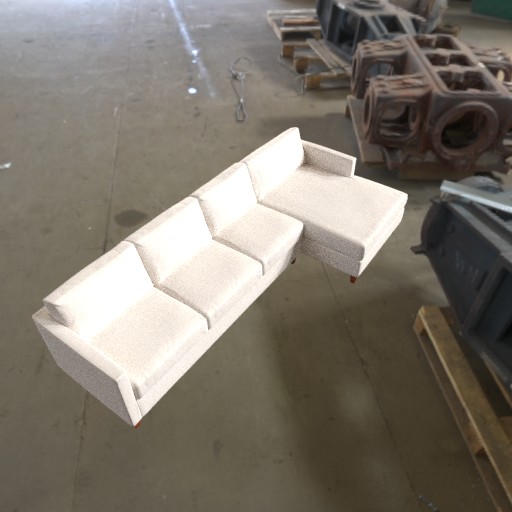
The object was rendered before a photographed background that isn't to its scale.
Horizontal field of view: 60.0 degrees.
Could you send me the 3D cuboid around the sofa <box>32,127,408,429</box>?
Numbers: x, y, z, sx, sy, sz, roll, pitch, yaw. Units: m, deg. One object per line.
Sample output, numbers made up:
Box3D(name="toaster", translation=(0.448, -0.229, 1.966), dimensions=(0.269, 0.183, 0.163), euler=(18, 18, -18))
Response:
Box3D(name="sofa", translation=(0.000, 0.000, 4.096), dimensions=(1.606, 0.954, 3.471), euler=(26, 48, 25))
